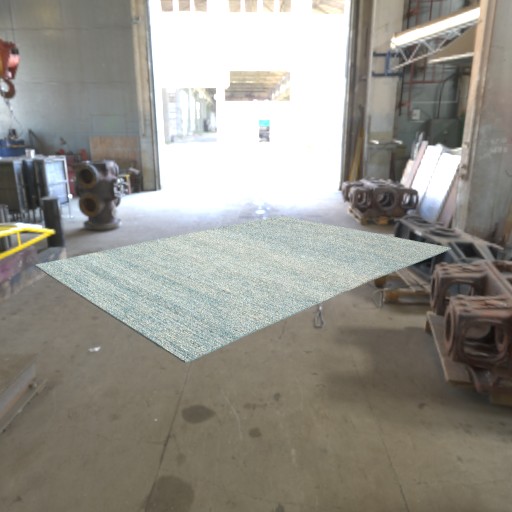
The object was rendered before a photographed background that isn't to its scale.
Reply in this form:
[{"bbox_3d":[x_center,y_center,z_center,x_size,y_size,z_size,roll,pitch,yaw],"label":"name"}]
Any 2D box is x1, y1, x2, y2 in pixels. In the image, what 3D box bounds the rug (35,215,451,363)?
[{"bbox_3d":[0.000,0.000,2.921,2.260,0.026,1.611,-15,22,-41],"label":"rug"}]
